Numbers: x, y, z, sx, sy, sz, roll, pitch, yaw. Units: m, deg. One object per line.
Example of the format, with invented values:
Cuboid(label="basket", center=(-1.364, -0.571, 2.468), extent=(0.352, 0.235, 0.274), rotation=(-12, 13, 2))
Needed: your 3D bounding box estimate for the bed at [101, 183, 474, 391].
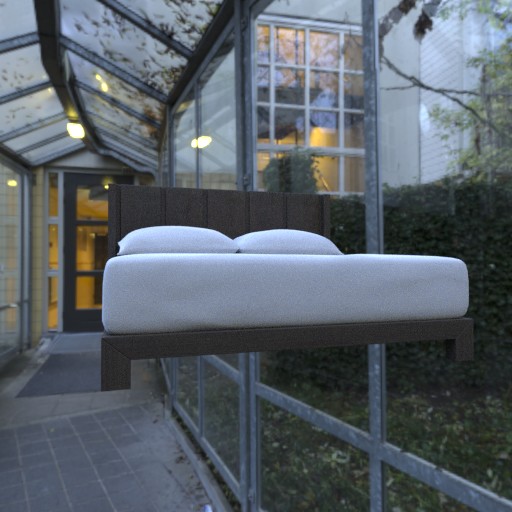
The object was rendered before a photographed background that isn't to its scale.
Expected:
Cuboid(label="bed", center=(0.000, 0.000, 3.320), extent=(2.134, 1.270, 2.012), rotation=(0, -1, -18))
